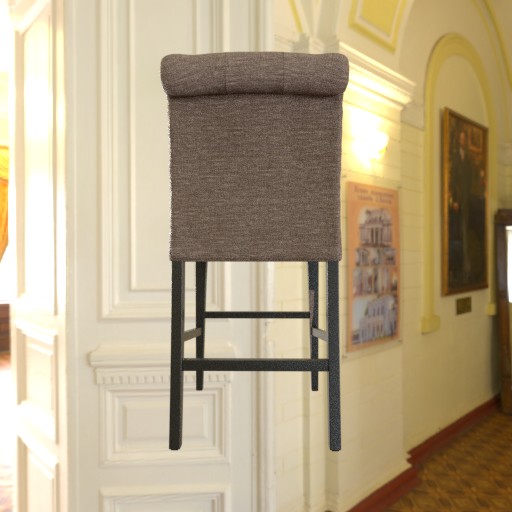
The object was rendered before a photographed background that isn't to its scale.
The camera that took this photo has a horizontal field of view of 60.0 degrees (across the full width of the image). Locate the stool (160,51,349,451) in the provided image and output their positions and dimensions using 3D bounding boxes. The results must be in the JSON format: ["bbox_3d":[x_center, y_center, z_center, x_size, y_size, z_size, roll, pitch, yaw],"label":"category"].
[{"bbox_3d":[0.000,0.000,1.316,0.457,0.970,0.611,0,0,1],"label":"stool"}]
